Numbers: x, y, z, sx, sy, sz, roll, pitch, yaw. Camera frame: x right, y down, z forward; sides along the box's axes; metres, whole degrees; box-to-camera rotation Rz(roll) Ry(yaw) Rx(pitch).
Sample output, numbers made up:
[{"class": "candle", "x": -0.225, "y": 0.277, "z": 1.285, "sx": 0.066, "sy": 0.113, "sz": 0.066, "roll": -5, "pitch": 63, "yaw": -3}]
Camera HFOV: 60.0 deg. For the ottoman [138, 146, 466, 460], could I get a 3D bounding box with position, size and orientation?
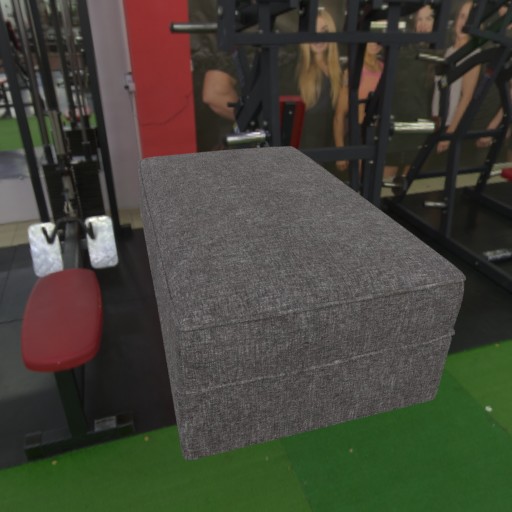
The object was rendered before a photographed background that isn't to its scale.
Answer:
[{"class": "ottoman", "x": 0.000, "y": 0.000, "z": 1.519, "sx": 0.717, "sy": 0.487, "sz": 1.184, "roll": -8, "pitch": 30, "yaw": -14}]
